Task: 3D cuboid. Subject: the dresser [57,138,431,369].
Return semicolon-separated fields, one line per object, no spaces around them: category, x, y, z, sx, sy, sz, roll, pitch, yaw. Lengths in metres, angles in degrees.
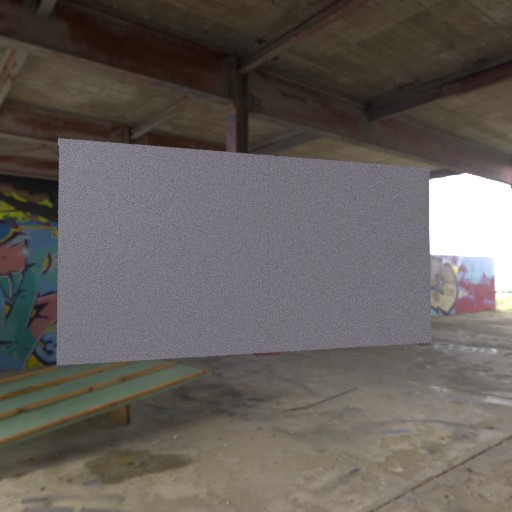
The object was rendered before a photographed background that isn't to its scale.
dresser;0.000;0.000;1.906;1.535;0.790;0.333;0;-2;-18
